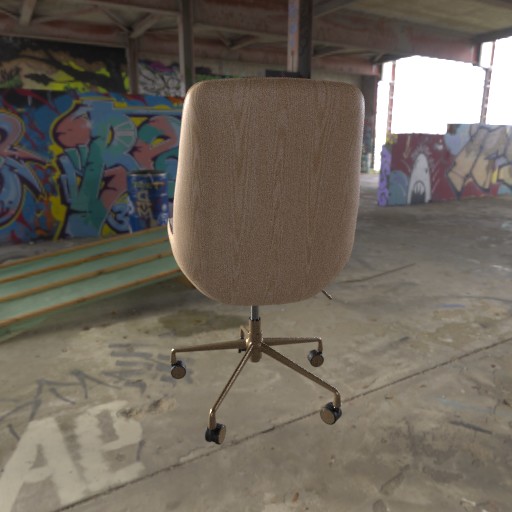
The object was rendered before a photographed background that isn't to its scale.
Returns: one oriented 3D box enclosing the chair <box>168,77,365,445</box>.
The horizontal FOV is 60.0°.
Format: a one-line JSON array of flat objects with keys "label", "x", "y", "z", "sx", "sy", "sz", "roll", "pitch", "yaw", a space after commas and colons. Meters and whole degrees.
[{"label": "chair", "x": 0.000, "y": 0.000, "z": 1.366, "sx": 0.564, "sy": 0.952, "sz": 0.668, "roll": -3, "pitch": 15, "yaw": -10}]
